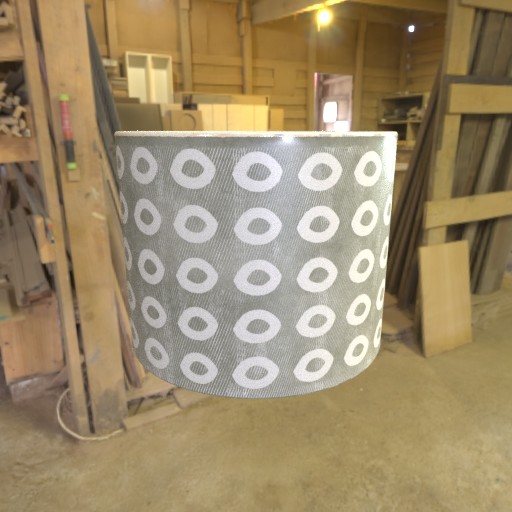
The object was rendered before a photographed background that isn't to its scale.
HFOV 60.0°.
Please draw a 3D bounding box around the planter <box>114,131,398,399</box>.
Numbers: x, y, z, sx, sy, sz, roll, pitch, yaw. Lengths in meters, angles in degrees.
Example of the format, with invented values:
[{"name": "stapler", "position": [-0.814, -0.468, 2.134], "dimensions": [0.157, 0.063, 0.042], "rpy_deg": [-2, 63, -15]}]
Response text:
[{"name": "planter", "position": [0.000, 0.000, 0.442], "dimensions": [0.250, 0.239, 0.250], "rpy_deg": [0, 16, 0]}]
